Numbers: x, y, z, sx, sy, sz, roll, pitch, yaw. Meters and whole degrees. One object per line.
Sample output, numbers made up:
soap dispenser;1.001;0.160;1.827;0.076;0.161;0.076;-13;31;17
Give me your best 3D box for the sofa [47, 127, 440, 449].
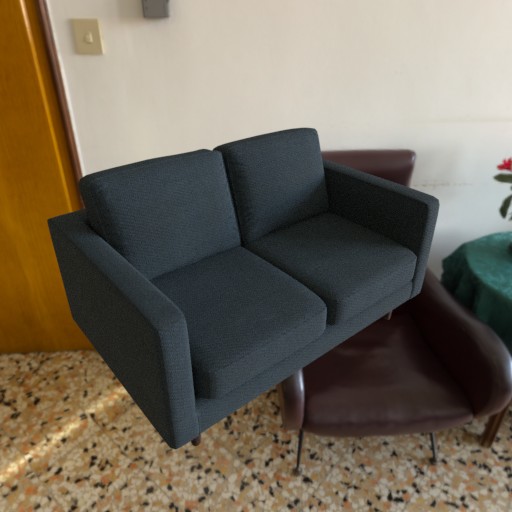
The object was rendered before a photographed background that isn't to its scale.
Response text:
sofa;0.000;0.000;2.108;1.518;0.930;0.999;-23;37;-33
